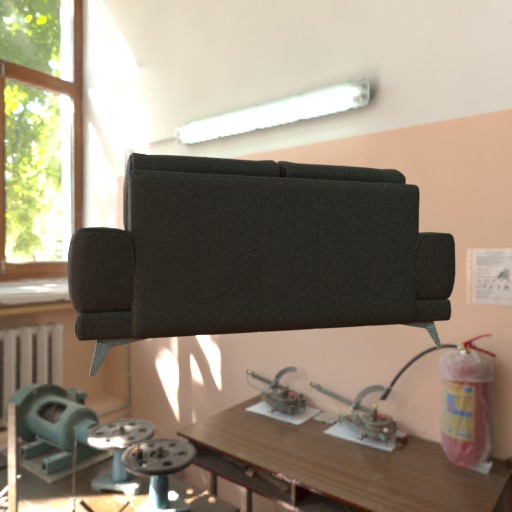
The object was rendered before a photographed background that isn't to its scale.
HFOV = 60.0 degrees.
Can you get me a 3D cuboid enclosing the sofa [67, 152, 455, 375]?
[{"bbox_3d":[0.000,0.000,2.389,1.806,0.907,1.018,0,1,-17],"label":"sofa"}]
